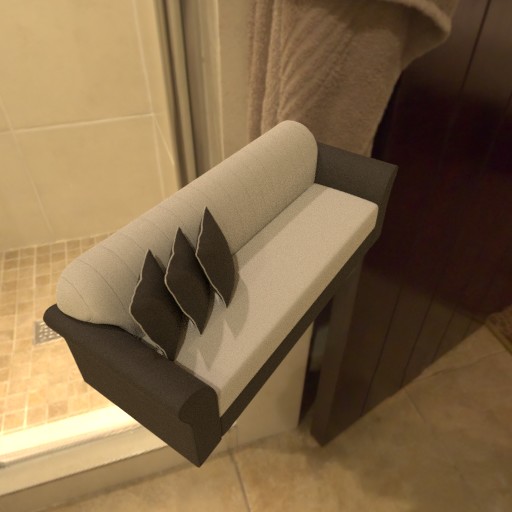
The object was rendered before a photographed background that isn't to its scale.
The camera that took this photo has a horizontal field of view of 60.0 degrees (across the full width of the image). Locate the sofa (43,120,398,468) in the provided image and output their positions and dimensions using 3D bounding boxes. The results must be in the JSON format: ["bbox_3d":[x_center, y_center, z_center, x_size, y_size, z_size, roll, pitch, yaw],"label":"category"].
[{"bbox_3d":[0.000,0.000,2.403,0.755,0.787,2.001,25,47,25],"label":"sofa"}]
